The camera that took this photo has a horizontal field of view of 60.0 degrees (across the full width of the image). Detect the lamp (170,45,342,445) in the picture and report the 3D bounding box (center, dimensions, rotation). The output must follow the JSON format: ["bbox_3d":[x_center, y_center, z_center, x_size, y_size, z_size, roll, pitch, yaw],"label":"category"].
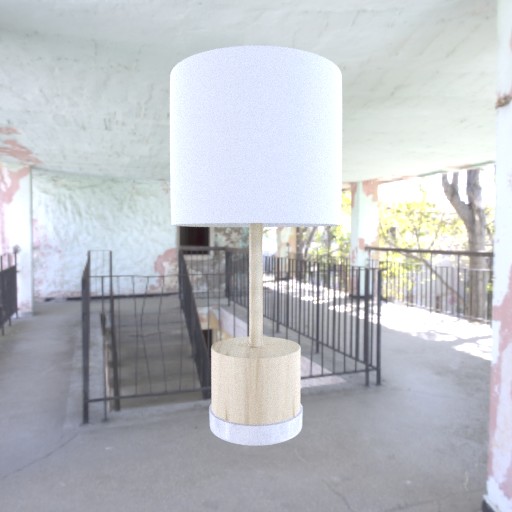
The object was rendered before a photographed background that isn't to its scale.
[{"bbox_3d":[0.000,0.000,0.607,0.229,0.470,0.229,0,2,1],"label":"lamp"}]
